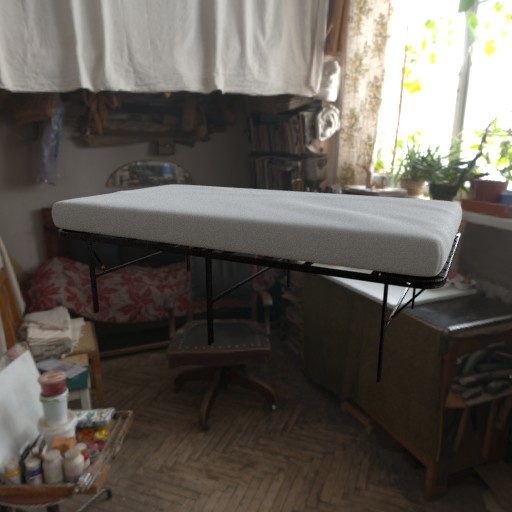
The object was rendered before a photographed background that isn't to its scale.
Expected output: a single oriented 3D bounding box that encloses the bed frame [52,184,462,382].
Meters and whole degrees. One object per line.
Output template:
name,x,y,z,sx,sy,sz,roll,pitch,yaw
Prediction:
bed frame,0.000,0.000,2.341,1.903,0.619,0.989,8,17,26
